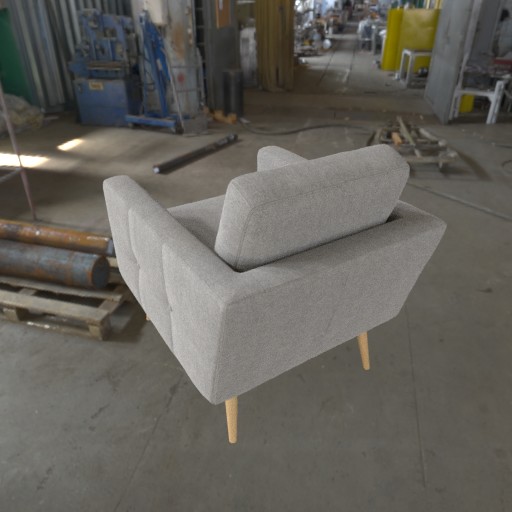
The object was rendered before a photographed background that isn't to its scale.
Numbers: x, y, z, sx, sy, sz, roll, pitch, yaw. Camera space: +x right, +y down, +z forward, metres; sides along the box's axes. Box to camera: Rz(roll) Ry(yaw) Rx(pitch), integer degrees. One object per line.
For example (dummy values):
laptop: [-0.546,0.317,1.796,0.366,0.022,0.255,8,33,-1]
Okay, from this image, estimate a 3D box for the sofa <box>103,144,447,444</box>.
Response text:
sofa: [0.000,0.000,1.543,0.770,0.860,0.920,-18,35,-28]
